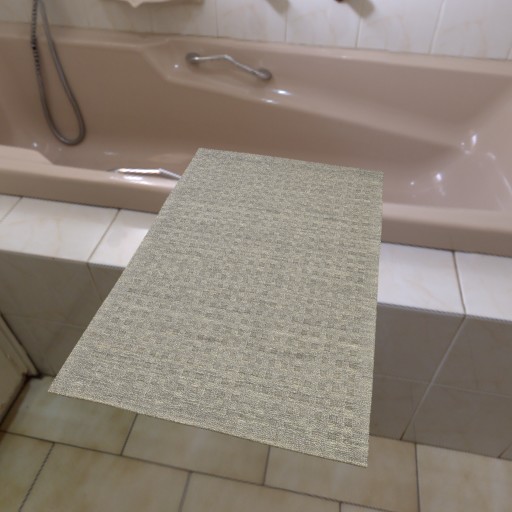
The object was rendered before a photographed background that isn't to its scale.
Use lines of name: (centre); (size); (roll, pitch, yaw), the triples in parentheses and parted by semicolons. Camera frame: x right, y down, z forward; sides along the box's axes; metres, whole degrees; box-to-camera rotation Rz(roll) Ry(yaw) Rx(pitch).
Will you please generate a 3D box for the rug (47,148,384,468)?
rug: (0.000, 0.000, 2.812); (1.532, 0.018, 2.297); (9, 45, 9)
